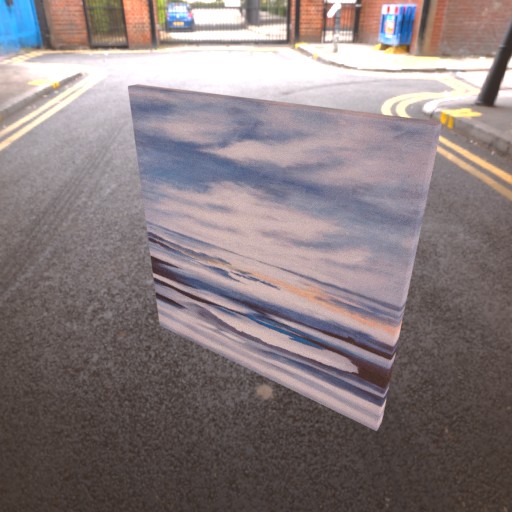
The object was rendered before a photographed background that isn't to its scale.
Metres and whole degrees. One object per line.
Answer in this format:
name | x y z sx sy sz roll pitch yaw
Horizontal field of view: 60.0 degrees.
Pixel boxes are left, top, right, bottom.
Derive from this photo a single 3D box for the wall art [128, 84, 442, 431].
wall art | 0.000 0.000 1.109 0.747 0.747 0.035 18 34 29
